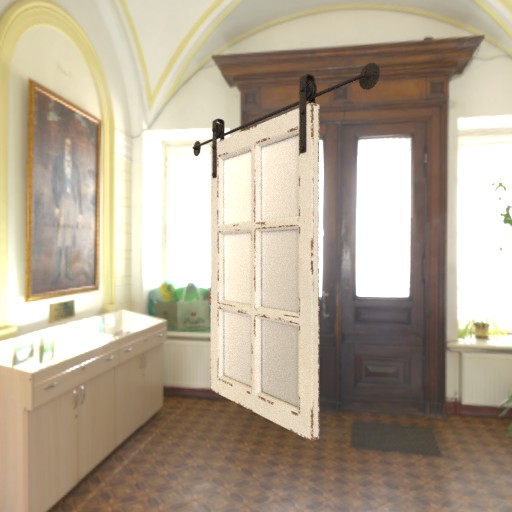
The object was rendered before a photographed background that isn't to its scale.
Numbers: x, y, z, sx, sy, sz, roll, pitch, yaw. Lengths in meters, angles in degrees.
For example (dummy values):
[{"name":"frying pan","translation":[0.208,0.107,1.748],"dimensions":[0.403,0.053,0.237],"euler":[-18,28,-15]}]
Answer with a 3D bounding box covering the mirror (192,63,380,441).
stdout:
[{"name":"mirror","translation":[0.000,0.000,1.205],"dimensions":[0.037,0.844,0.808],"euler":[0,0,-35]}]
